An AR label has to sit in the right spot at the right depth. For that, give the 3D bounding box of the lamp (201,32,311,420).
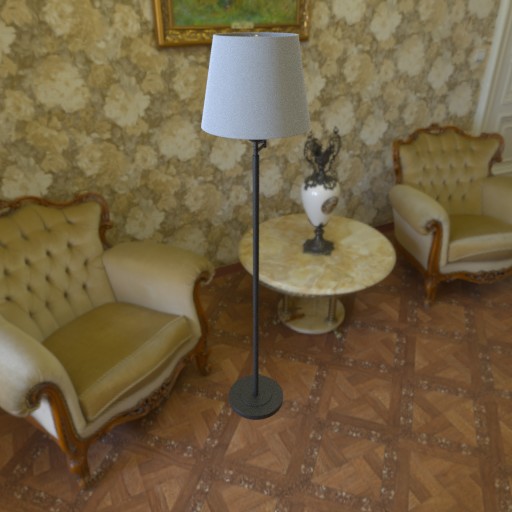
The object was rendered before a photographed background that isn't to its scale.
[{"bbox_3d":[0.000,0.000,1.646,0.348,1.473,0.348,9,30,15],"label":"lamp"}]
